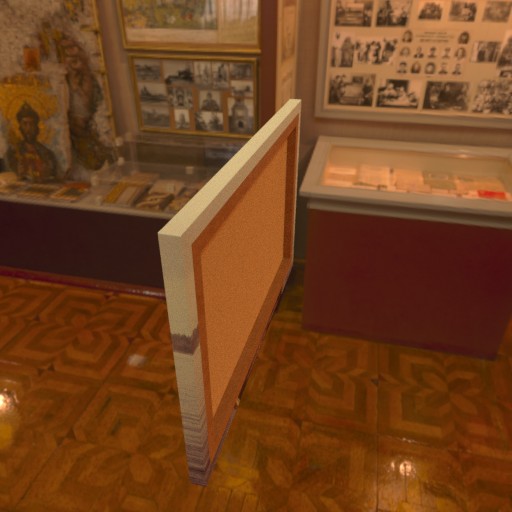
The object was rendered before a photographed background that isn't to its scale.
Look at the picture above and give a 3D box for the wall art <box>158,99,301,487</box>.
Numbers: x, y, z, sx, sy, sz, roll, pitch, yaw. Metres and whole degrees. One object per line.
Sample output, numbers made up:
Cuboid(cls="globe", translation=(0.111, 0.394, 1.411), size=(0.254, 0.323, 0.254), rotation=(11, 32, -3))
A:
Cuboid(cls="wall art", translation=(0.000, 0.000, 1.162), size=(0.037, 0.609, 0.916), rotation=(8, 32, 13))
